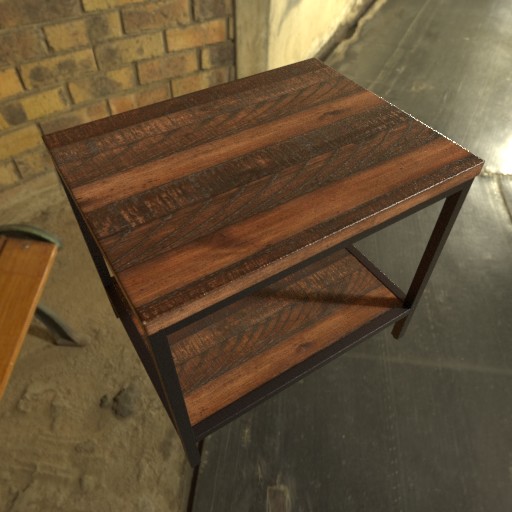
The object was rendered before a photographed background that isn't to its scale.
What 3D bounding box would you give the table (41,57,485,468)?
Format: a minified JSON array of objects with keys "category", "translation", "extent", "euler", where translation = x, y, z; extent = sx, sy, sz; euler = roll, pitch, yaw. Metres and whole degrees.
[{"category":"table","translation":[0.000,0.000,1.075],"extent":[0.678,0.612,0.524],"euler":[-25,52,-21]}]
